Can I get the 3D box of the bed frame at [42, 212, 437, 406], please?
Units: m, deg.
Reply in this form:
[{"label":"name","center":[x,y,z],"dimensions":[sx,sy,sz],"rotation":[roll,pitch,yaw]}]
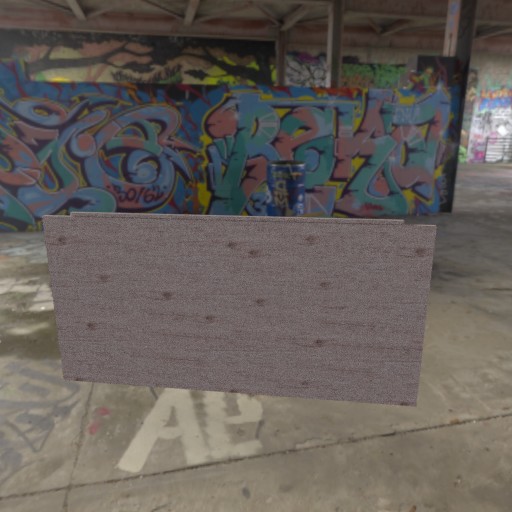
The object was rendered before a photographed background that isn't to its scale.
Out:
[{"label":"bed frame","center":[0.000,0.000,3.279],"dimensions":[1.950,0.970,2.080],"rotation":[2,16,7]}]
